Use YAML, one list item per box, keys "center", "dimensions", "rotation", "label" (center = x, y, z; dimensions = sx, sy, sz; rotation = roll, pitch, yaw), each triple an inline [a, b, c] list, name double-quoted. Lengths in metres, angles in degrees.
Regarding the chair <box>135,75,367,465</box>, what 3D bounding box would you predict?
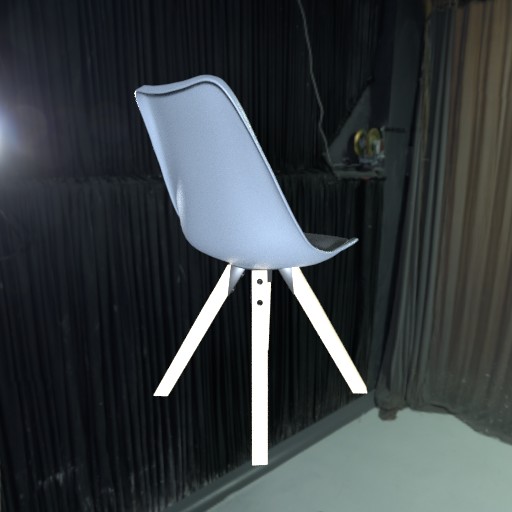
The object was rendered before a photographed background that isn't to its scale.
- center: [0.000, 0.000, 1.209]
  dimensions: [0.550, 0.850, 0.485]
  rotation: [-13, 19, -43]
  label: "chair"
